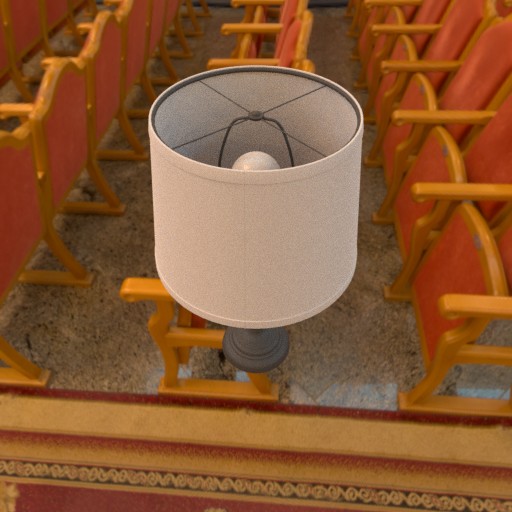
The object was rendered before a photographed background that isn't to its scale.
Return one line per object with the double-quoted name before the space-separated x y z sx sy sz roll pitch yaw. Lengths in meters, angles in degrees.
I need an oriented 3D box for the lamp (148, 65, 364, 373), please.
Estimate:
"lamp" 0.000 0.000 0.708 0.310 0.501 0.310 0 46 0
